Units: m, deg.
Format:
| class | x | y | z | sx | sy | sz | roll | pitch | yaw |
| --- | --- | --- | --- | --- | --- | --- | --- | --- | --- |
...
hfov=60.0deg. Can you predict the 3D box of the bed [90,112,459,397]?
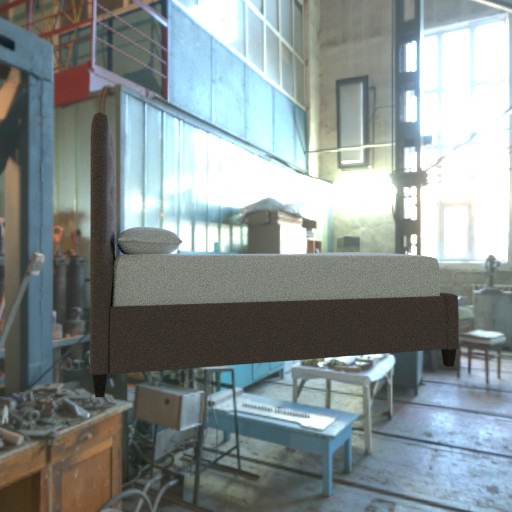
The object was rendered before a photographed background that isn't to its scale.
| class | x | y | z | sx | sy | sz | roll | pitch | yaw |
| --- | --- | --- | --- | --- | --- | --- | --- | --- | --- |
| bed | 0.000 | 0.000 | 3.315 | 2.233 | 1.426 | 1.696 | 0 | 0 | -17 |
